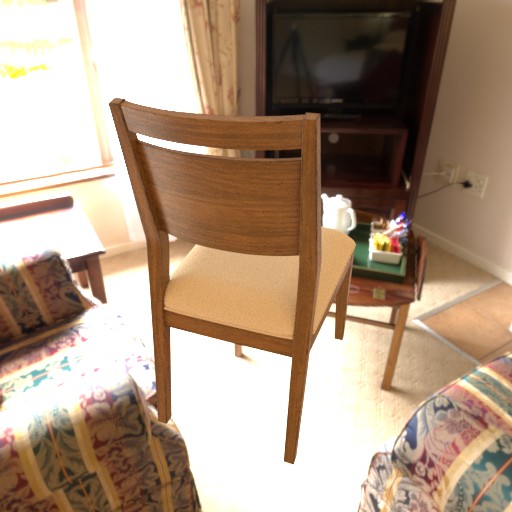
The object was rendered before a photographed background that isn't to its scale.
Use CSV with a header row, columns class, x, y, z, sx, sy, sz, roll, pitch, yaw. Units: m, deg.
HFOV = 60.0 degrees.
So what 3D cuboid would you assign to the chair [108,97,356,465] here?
class,x,y,z,sx,sy,sz,roll,pitch,yaw
chair,0.000,0.000,1.277,0.497,0.939,0.610,10,32,17
